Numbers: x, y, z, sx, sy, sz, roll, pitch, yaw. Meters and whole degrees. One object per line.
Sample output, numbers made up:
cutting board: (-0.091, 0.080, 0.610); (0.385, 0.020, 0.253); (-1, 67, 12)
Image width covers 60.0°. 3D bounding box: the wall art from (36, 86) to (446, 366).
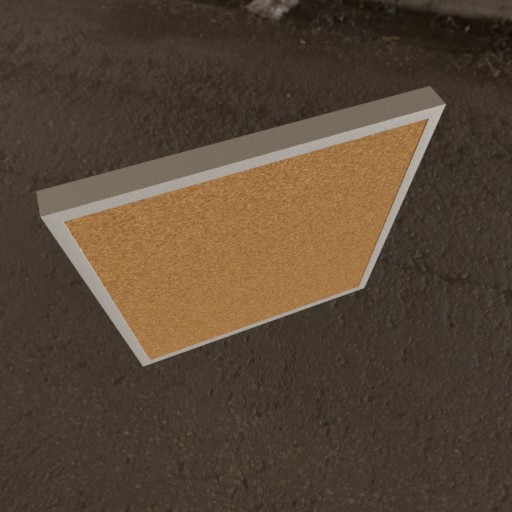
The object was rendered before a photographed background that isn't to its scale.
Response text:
wall art: (0.000, 0.000, 0.744); (0.506, 0.505, 0.038); (-18, 60, -11)
